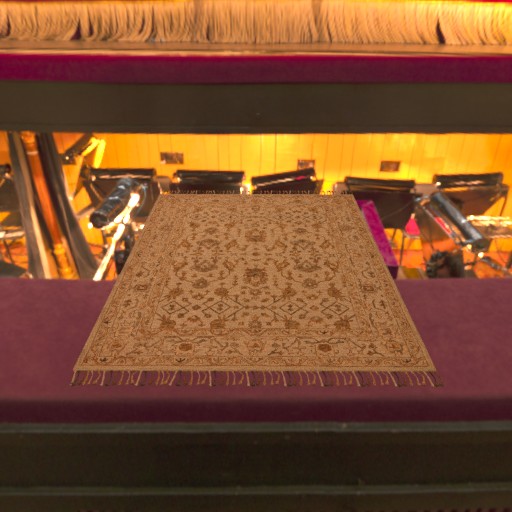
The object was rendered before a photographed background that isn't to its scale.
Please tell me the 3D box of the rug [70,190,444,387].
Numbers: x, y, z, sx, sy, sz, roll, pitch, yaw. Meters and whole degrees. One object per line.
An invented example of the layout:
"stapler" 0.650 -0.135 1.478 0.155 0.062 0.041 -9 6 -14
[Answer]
"rug" 0.000 0.000 2.232 1.278 0.009 1.726 0 30 0
